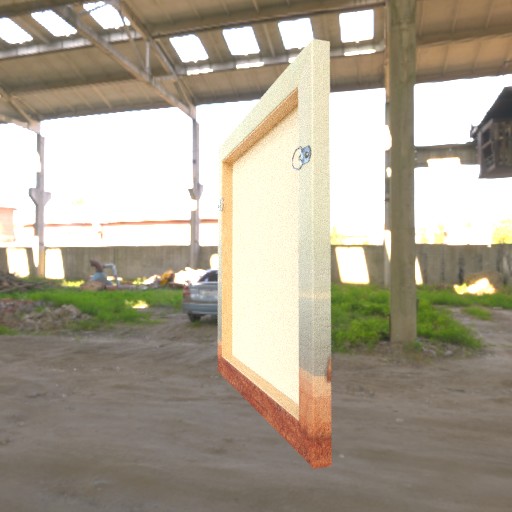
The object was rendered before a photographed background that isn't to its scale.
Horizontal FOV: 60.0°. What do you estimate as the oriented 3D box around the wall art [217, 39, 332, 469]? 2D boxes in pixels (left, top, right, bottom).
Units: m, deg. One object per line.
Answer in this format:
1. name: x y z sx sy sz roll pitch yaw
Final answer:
1. wall art: 0.000 0.000 0.612 0.023 0.405 0.405 0 -1 -18
